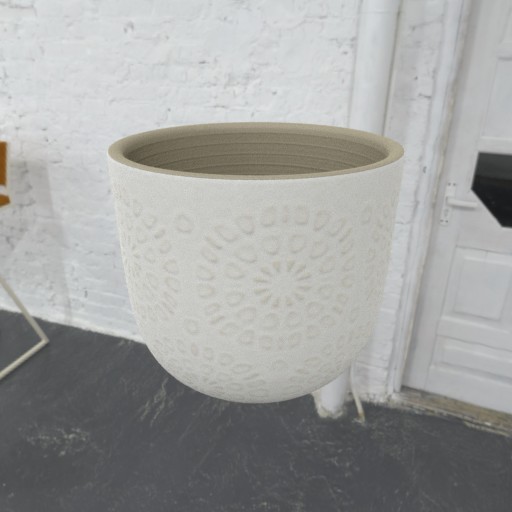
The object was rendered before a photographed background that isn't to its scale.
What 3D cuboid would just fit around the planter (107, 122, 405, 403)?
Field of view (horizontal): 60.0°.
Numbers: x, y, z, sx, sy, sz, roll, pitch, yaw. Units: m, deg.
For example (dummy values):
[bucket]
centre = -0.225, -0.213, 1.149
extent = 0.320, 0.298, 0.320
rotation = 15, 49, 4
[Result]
[planter]
centre = 0.000, 0.000, 0.215
extent = 0.124, 0.109, 0.124
rotation = 0, 25, 0
